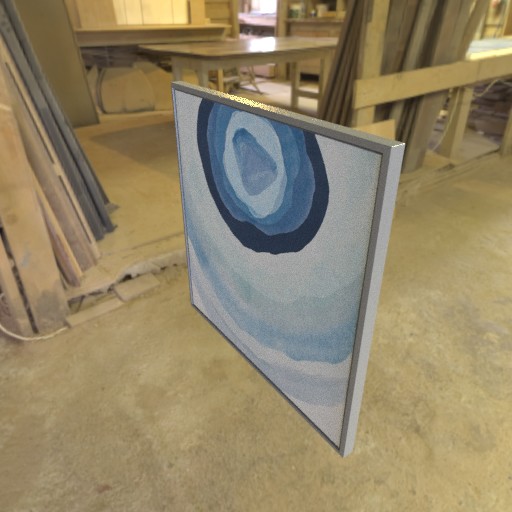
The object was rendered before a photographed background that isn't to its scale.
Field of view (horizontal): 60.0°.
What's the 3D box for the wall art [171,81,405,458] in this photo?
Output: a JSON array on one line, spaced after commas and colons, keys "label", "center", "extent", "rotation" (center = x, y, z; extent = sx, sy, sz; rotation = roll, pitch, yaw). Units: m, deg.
[{"label": "wall art", "center": [0.000, 0.000, 1.224], "extent": [0.038, 0.807, 0.809], "rotation": [-20, 36, -30]}]
